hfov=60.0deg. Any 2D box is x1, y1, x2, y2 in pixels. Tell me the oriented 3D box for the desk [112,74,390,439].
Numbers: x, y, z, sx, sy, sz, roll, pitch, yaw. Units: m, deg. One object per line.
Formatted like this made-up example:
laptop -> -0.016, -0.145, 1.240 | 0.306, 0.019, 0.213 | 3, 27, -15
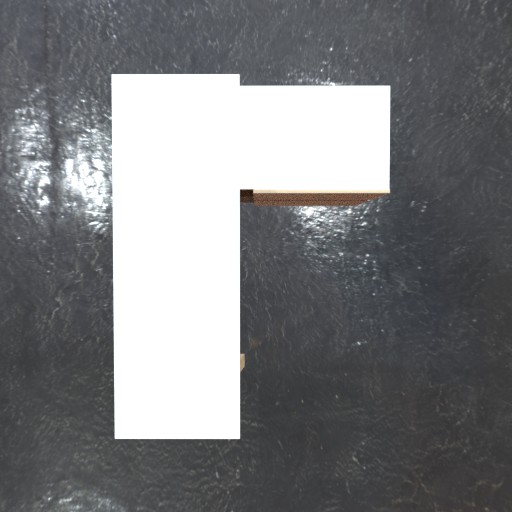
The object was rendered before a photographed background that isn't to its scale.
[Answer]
desk -> 0.000, 0.000, 2.082 | 1.098, 0.755, 1.404 | 0, 92, 0
